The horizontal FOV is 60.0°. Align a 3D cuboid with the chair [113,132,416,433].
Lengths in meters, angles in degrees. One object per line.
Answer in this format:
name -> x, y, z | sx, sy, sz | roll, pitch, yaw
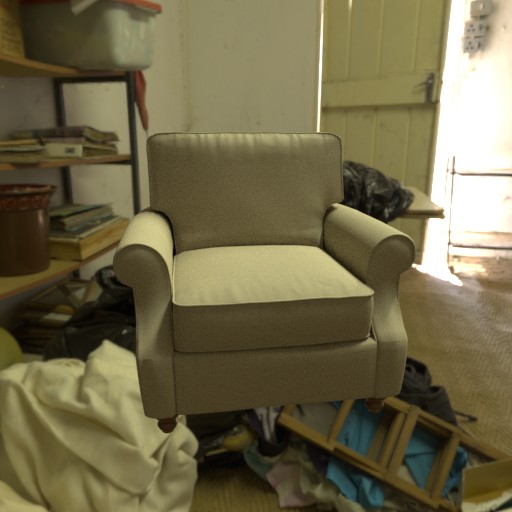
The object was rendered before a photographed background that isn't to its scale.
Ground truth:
chair -> 0.000, 0.000, 1.787 | 1.029, 0.967, 0.966 | -2, 15, -9
